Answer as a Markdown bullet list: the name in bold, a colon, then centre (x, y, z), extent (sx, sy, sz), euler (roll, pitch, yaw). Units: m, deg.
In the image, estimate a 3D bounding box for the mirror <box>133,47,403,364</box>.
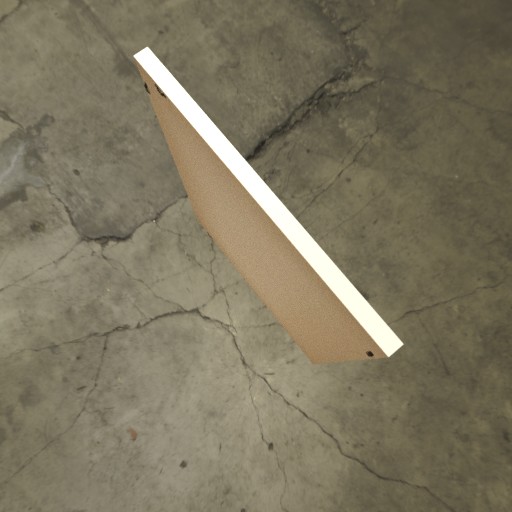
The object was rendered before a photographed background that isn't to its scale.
- **mirror**: centre (0.000, 0.000, 1.319), extent (0.040, 1.016, 0.762), euler (-38, 79, -9)
